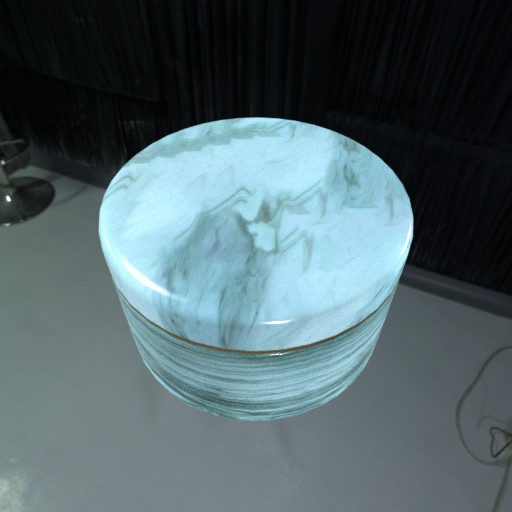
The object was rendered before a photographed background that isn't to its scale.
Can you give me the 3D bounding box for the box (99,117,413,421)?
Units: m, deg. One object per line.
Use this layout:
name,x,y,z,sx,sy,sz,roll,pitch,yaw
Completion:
box,0.000,0.000,0.165,0.101,0.063,0.101,0,47,0
